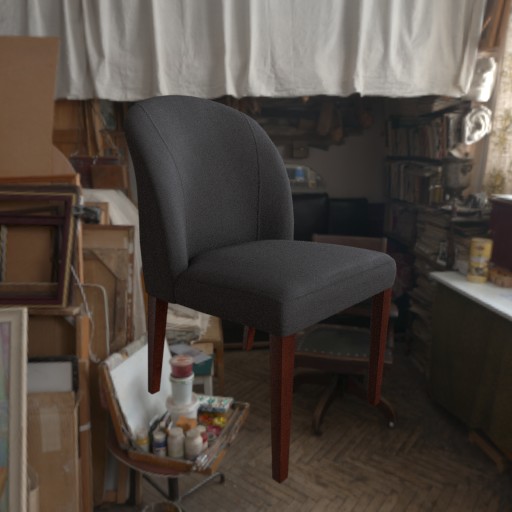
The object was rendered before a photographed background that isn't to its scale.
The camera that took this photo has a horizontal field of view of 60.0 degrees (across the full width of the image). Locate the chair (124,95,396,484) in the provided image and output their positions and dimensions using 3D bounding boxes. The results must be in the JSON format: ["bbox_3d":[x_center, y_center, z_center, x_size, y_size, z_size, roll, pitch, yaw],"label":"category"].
[{"bbox_3d":[0.000,0.000,1.230,0.619,0.879,0.506,14,20,42],"label":"chair"}]
